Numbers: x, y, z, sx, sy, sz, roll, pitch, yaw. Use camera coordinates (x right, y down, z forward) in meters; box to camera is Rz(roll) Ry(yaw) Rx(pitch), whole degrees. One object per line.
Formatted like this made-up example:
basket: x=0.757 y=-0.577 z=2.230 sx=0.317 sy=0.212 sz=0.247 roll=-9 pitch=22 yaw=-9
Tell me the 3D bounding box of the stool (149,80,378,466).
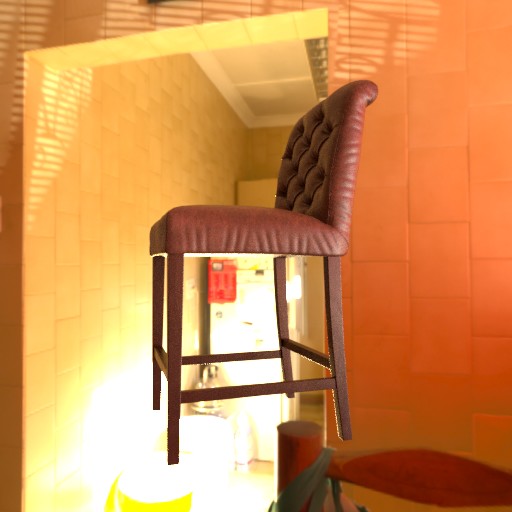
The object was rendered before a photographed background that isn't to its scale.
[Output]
stool: x=0.000 y=0.000 z=1.458 sx=0.660 sy=1.084 sz=0.486 roll=0 pitch=-1 yaw=-18
